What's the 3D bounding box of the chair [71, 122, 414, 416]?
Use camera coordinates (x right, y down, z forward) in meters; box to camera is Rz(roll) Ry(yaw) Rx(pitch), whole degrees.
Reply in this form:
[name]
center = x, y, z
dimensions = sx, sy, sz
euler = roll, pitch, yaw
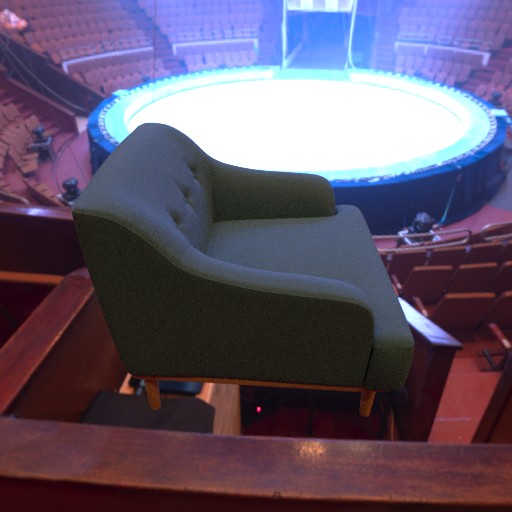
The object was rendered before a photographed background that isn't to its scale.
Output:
[chair]
center = 0.000, 0.000, 1.654
dimensions = 0.951, 0.818, 0.946
euler = 0, 32, 1
